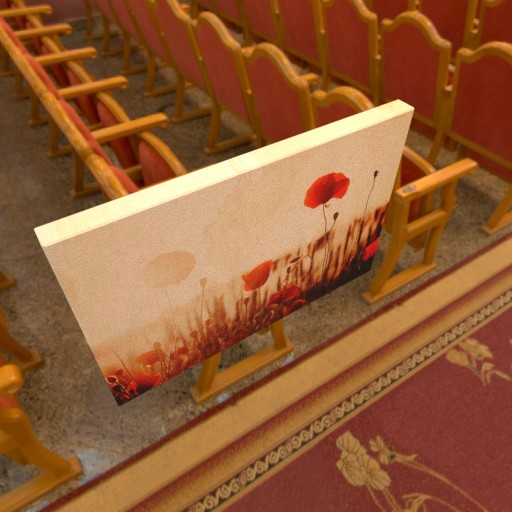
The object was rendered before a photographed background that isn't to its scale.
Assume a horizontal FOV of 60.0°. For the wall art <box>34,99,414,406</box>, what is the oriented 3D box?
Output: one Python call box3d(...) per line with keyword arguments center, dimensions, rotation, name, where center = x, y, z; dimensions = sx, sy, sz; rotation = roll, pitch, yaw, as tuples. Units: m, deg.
box3d(center=(0.000, 0.000, 0.782), dimensions=(0.613, 0.402, 0.040), rotation=(-25, 50, -22), name="wall art")
